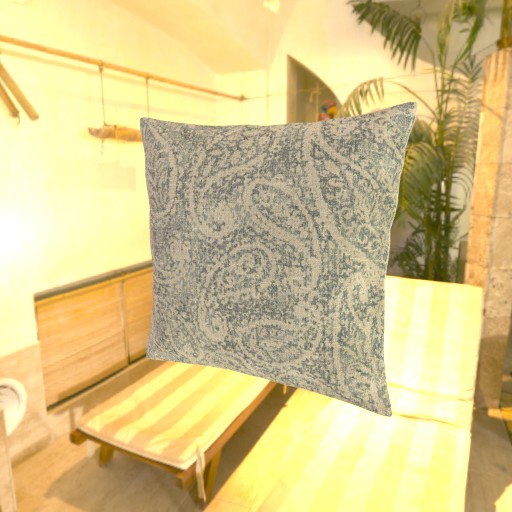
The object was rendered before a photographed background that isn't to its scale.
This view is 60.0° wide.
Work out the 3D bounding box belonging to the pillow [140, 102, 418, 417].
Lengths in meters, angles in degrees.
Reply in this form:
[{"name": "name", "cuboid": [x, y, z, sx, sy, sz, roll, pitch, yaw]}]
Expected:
[{"name": "pillow", "cuboid": [0.000, 0.000, 0.811, 0.523, 0.510, 0.166, 6, 13, 25]}]
